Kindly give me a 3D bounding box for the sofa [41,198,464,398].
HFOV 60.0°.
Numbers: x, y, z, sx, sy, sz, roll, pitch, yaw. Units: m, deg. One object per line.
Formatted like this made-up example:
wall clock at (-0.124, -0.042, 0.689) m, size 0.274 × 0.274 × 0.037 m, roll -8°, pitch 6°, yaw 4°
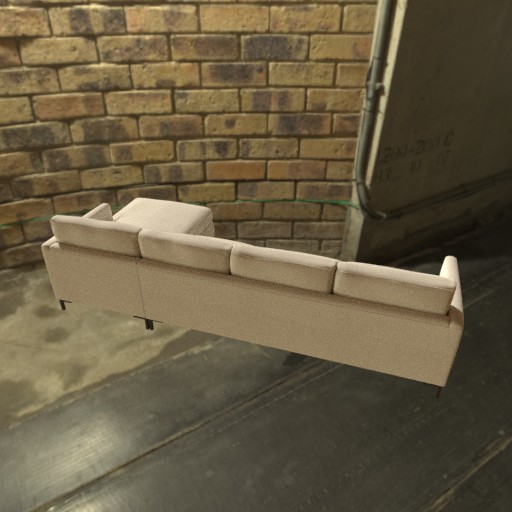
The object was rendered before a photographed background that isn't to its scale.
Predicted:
sofa at (0.000, 0.000, 2.909) m, size 2.445 × 0.677 × 1.126 m, roll 10°, pitch 33°, yaw 16°
